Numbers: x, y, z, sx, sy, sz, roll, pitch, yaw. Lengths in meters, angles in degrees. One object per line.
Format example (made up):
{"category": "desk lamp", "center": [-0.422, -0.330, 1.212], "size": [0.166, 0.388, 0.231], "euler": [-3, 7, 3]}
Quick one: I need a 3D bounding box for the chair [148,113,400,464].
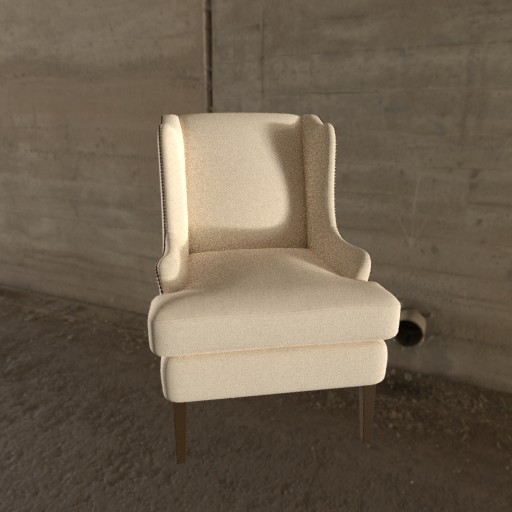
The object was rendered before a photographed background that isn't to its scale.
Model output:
{"category": "chair", "center": [0.000, 0.000, 1.657], "size": [0.737, 1.029, 0.940], "euler": [-3, 17, -8]}
